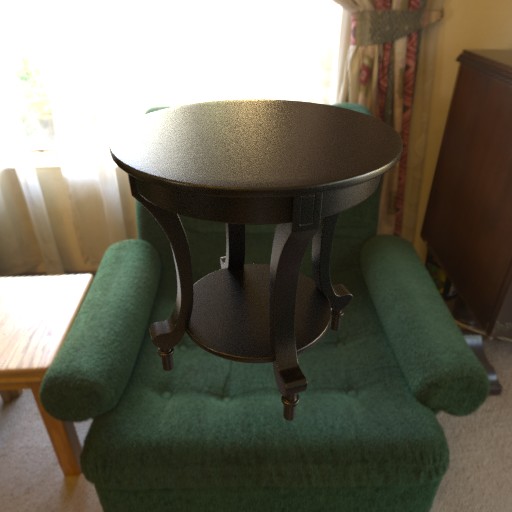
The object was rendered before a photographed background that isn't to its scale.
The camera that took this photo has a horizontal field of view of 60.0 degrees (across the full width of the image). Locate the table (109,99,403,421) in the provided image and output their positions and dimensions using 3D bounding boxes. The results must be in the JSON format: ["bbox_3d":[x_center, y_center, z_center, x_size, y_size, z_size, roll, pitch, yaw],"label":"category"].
[{"bbox_3d":[0.000,0.000,1.096,0.597,0.618,0.597,0,32,0],"label":"table"}]
